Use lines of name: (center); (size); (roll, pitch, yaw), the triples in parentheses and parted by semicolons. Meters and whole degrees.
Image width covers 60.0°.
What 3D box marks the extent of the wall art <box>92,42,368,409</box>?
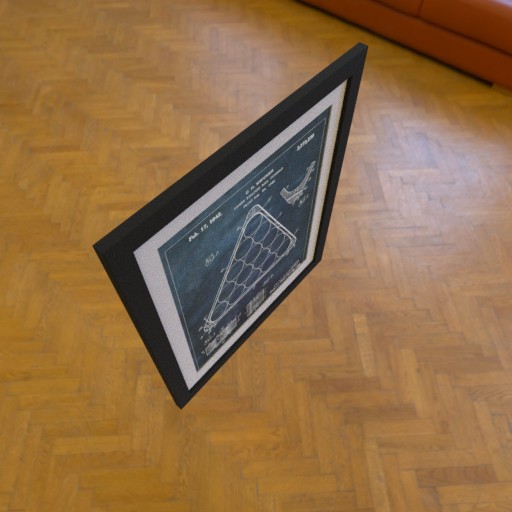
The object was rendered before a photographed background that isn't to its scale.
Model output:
wall art: (0.000, 0.000, 0.499); (0.010, 0.361, 0.311); (35, 63, 21)
